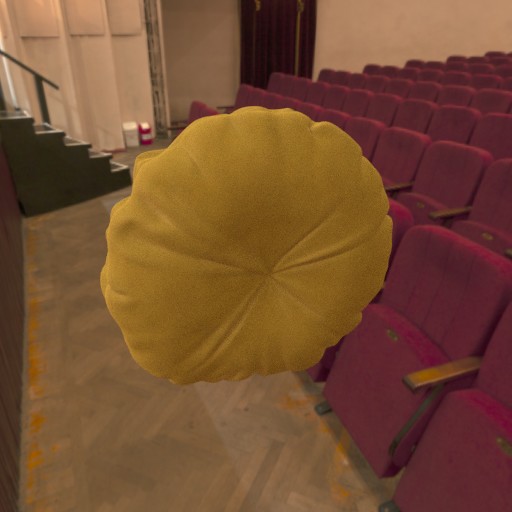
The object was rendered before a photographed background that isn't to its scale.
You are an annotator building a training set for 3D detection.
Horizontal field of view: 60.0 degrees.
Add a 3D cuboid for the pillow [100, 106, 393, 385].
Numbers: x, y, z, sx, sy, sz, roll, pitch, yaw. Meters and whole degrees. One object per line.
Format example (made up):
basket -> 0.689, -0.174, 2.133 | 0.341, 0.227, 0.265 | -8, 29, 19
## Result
pillow -> 0.000, 0.000, 0.634 | 0.428, 0.407, 0.148 | -9, 28, -17
